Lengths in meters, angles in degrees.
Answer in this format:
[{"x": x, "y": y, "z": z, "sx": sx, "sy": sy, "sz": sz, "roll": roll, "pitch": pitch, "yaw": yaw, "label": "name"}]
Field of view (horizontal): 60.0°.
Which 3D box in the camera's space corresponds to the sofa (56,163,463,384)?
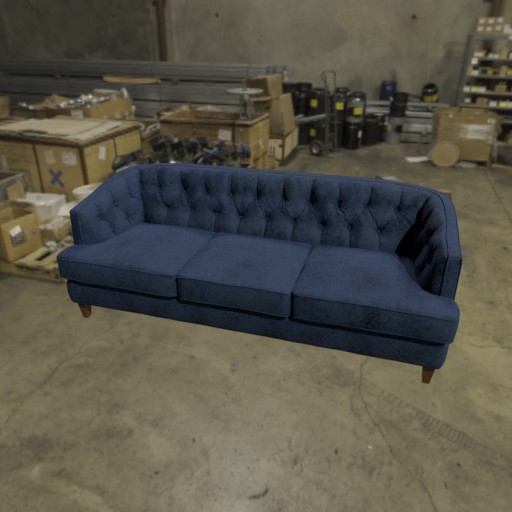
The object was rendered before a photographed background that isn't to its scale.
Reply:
[{"x": 0.000, "y": 0.000, "z": 2.754, "sx": 2.278, "sy": 0.855, "sz": 0.941, "roll": 8, "pitch": 27, "yaw": 15, "label": "sofa"}]
